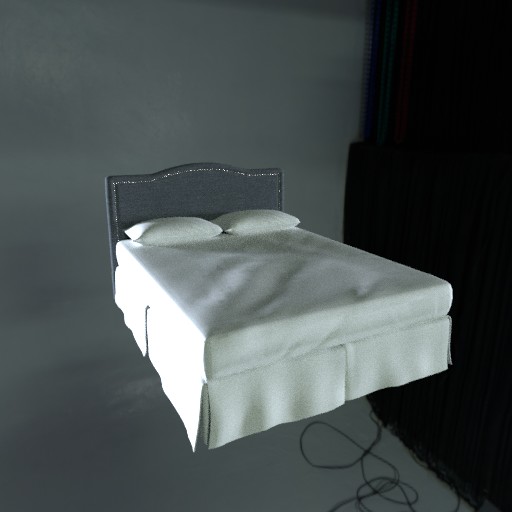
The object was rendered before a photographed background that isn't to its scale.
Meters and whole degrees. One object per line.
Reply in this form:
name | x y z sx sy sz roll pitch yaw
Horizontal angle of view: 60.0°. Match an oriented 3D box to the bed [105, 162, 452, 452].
bed | 0.000 0.000 3.943 2.161 1.457 2.689 -8 18 -26
